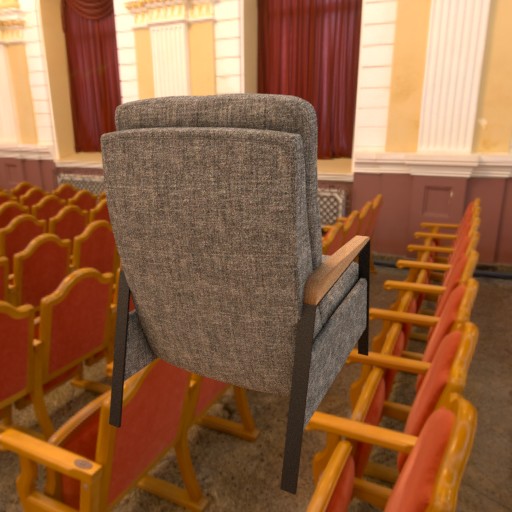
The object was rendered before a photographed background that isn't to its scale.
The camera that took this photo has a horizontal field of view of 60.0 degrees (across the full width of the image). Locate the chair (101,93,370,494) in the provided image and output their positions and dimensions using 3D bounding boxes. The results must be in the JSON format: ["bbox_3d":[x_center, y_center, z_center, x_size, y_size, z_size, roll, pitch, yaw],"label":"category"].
[{"bbox_3d":[0.000,0.000,1.575,0.671,1.042,0.868,8,18,25],"label":"chair"}]
